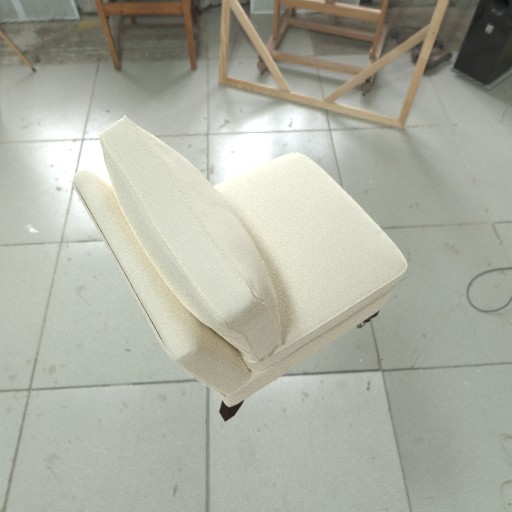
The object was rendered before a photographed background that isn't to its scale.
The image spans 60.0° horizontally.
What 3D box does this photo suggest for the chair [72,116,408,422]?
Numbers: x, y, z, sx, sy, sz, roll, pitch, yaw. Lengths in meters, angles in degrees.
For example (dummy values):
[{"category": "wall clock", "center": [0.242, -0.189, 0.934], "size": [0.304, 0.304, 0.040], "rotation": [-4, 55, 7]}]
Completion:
[{"category": "chair", "center": [0.000, 0.000, 1.406], "size": [0.781, 0.887, 0.630], "rotation": [-29, 62, -17]}]
